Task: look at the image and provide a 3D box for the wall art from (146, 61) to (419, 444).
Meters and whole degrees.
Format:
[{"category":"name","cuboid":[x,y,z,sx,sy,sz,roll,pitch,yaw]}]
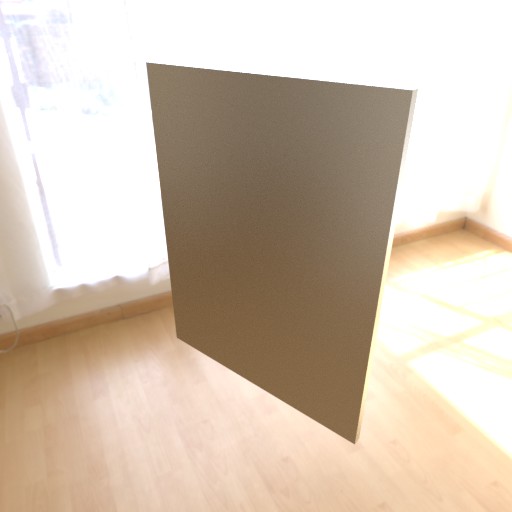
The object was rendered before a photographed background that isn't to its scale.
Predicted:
[{"category":"wall art","cuboid":[0.000,0.000,1.359,0.816,1.046,0.030,22,36,33]}]
